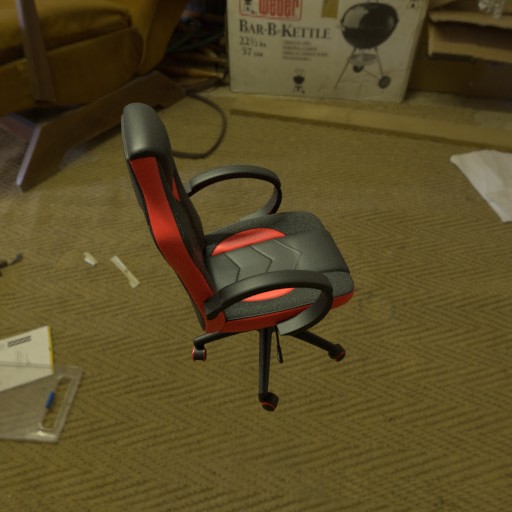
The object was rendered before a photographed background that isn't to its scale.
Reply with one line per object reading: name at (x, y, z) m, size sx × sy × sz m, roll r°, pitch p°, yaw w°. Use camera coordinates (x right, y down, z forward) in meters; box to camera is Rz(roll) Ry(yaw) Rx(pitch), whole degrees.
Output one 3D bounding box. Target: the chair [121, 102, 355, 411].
chair at (0.000, 0.000, 1.415) m, size 0.642 × 1.016 × 0.600 m, roll -11°, pitch 48°, yaw -10°
